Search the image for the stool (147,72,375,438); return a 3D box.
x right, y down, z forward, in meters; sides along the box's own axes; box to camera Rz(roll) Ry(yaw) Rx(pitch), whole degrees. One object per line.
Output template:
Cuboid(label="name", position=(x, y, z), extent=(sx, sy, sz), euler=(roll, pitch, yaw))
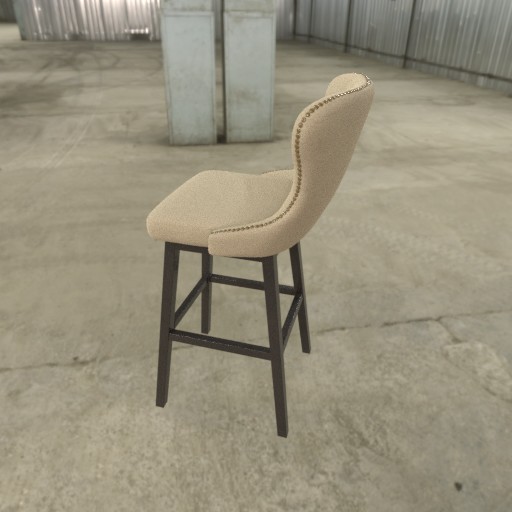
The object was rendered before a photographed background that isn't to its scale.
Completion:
Cuboid(label="stool", position=(0.000, 0.000, 1.410), extent=(0.605, 1.066, 0.528), euler=(8, 30, 14))
